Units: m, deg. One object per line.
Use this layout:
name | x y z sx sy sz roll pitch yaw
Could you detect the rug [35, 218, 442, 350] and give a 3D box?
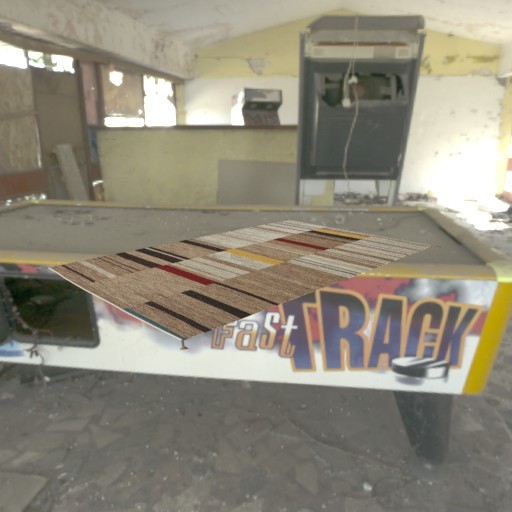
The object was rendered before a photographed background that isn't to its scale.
rug | 0.000 0.000 2.433 1.918 0.007 1.268 -15 21 -42
